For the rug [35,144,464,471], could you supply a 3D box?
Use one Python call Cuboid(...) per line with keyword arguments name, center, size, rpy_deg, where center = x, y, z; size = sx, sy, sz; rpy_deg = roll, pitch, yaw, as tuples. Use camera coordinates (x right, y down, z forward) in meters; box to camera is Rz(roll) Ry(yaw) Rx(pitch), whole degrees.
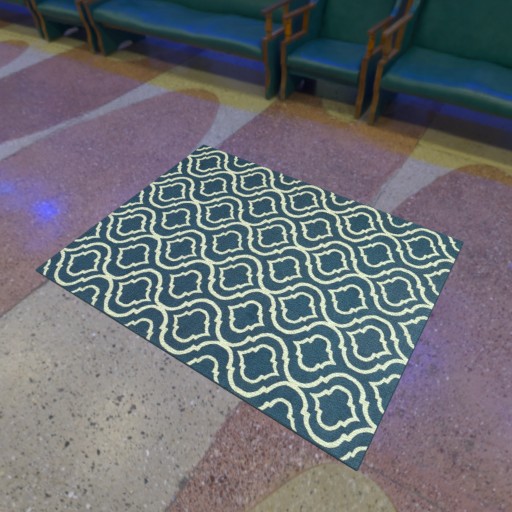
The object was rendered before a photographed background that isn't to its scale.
Cuboid(name="rug", center=(0.000, 0.000, 3.776), size=(2.881, 0.020, 2.270), rpy_deg=(25, 51, 22))
